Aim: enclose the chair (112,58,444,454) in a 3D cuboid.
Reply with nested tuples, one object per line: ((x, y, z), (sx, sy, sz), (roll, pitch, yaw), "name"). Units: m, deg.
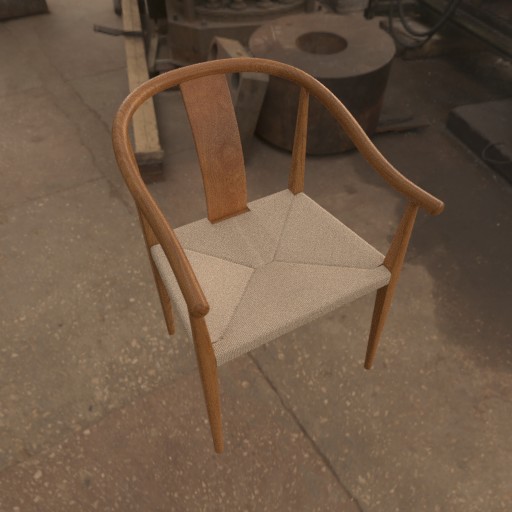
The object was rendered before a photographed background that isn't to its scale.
((0.000, 0.000, 1.159), (0.556, 0.800, 0.579), (-22, 50, -20), "chair")
